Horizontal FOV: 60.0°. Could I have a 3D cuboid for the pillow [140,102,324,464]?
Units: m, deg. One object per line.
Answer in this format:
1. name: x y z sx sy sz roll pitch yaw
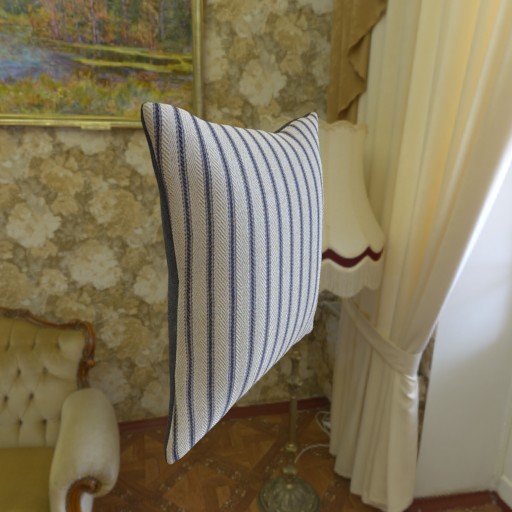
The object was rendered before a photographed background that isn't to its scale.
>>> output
1. pillow: 0.000 0.000 0.698 0.138 0.444 0.468 9 18 28
